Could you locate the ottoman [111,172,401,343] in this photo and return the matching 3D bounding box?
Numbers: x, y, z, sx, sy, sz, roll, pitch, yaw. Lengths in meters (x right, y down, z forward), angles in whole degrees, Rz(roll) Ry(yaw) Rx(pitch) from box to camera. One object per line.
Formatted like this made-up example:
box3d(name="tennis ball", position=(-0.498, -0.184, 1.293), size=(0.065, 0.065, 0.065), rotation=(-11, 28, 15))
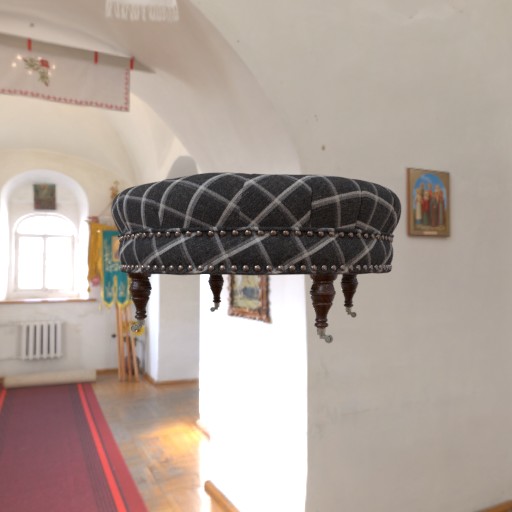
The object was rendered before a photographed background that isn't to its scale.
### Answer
box3d(name="ottoman", position=(0.000, 0.000, 1.445), size=(0.901, 0.439, 0.901), rotation=(0, -1, 0))
